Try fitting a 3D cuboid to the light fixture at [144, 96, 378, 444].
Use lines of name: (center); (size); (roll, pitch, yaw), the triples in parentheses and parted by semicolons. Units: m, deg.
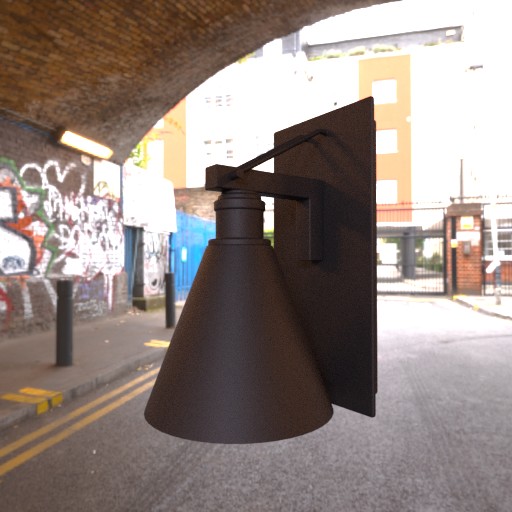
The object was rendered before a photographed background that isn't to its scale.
light fixture: (0.000, 0.000, 0.420); (0.207, 0.298, 0.170); (1, -1, -36)
